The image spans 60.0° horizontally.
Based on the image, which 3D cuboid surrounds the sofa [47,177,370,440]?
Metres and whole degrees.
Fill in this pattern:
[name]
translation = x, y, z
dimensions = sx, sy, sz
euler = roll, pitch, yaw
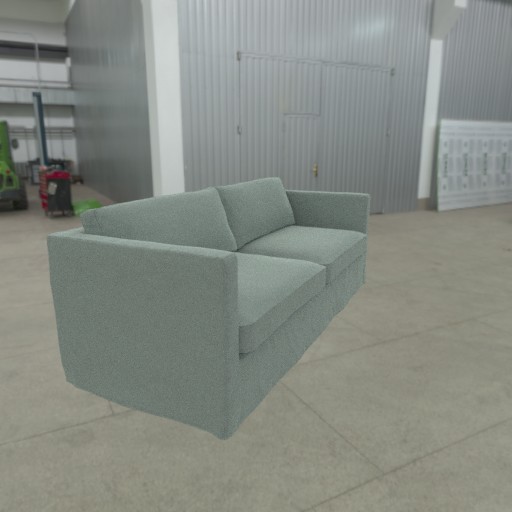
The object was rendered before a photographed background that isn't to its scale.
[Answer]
[sofa]
translation = 0.000, 0.000, 2.800
dimensions = 0.962, 0.853, 2.312
euler = 7, 16, 26
